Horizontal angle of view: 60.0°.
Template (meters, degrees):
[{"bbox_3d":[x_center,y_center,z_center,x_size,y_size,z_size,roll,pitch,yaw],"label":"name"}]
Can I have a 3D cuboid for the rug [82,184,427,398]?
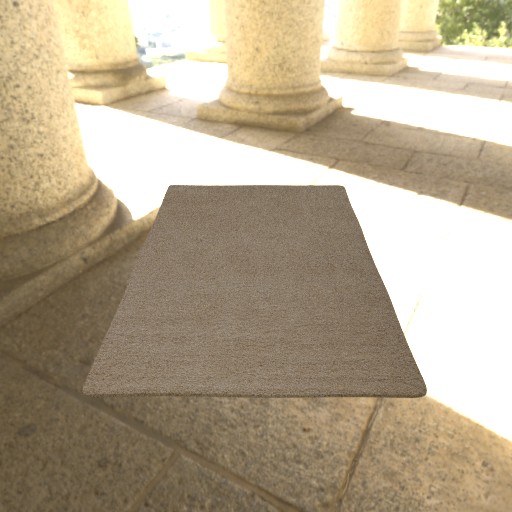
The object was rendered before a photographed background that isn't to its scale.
[{"bbox_3d":[0.000,0.000,3.414,1.801,0.024,2.700,0,32,0],"label":"rug"}]
